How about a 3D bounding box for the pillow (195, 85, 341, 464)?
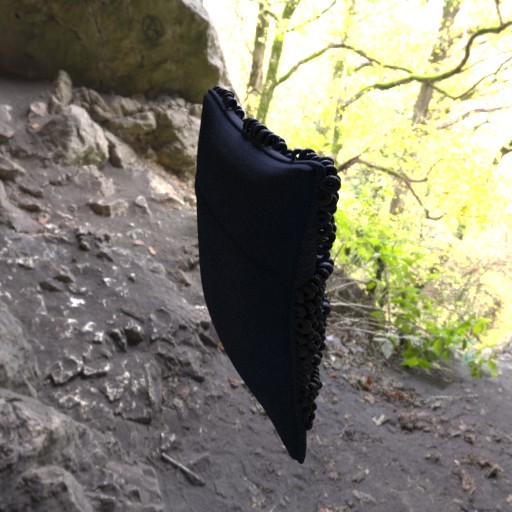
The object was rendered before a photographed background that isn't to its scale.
[{"bbox_3d":[0.000,0.000,0.737,0.172,0.466,0.469,-11,33,-17],"label":"pillow"}]
